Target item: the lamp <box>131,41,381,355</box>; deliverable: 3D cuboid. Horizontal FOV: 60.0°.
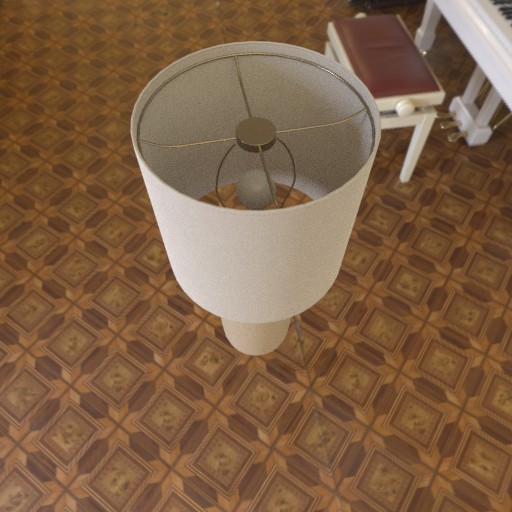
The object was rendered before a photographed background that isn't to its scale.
[{"bbox_3d":[0.000,0.000,0.595,0.220,0.475,0.220,2,58,1],"label":"lamp"}]
